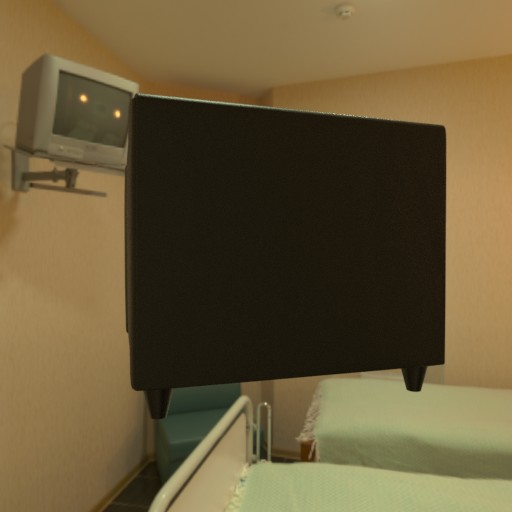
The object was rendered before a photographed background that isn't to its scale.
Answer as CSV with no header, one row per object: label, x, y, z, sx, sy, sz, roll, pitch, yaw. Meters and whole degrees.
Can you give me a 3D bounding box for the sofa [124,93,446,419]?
sofa,0.000,0.000,1.435,0.809,0.724,0.839,0,0,-17
